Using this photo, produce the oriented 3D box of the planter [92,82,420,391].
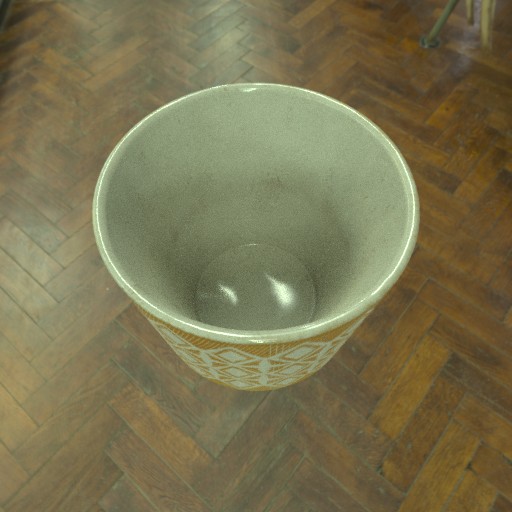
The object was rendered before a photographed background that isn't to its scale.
[{"bbox_3d":[0.000,0.000,0.218,0.126,0.104,0.126,0,59,0],"label":"planter"}]
